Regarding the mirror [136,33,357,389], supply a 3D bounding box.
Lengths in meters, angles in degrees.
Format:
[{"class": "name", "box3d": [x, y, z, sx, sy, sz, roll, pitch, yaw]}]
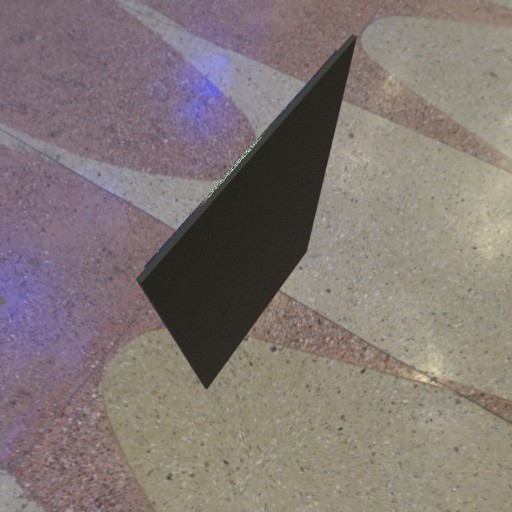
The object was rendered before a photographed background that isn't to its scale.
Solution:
[{"class": "mirror", "box3d": [0.000, 0.000, 1.142, 0.039, 0.914, 0.613, 32, 68, 14]}]
